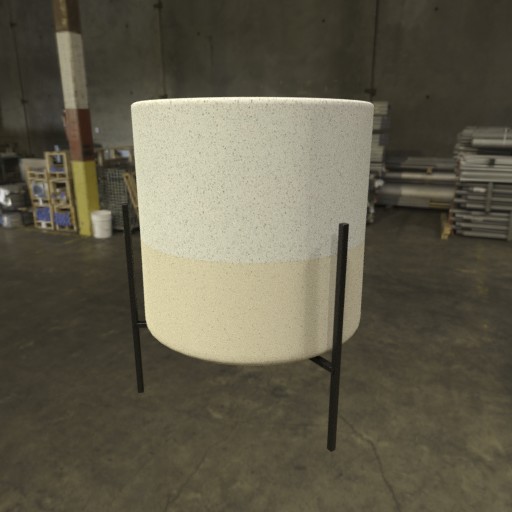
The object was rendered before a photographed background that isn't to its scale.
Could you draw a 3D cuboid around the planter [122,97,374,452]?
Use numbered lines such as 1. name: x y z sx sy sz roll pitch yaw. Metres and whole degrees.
1. planter: 0.000 0.000 0.651 0.313 0.423 0.335 7 18 23
